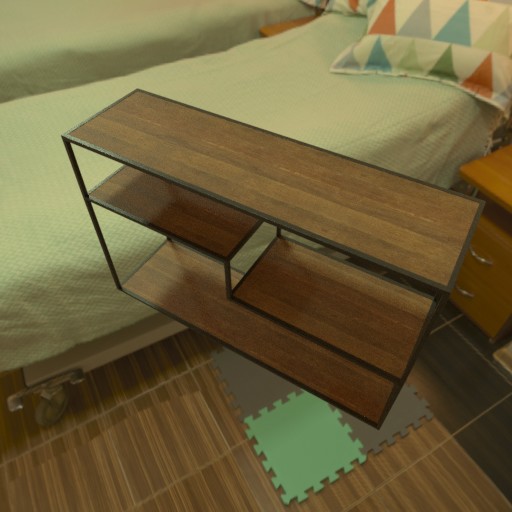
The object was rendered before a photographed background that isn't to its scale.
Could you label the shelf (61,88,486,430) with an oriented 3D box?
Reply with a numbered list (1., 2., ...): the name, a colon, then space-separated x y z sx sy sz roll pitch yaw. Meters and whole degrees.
1. shelf: 0.000 0.000 1.551 1.201 0.765 0.361 24 52 20
